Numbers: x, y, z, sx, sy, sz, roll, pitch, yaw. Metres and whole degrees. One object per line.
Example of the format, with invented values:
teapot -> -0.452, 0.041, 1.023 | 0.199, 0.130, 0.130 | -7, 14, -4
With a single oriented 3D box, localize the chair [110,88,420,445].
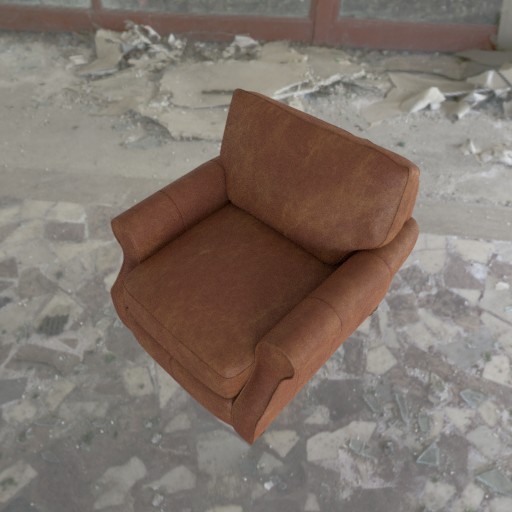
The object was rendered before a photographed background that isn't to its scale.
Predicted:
chair -> 0.000, 0.000, 1.796 | 0.983, 0.962, 0.986 | 34, 56, 28
